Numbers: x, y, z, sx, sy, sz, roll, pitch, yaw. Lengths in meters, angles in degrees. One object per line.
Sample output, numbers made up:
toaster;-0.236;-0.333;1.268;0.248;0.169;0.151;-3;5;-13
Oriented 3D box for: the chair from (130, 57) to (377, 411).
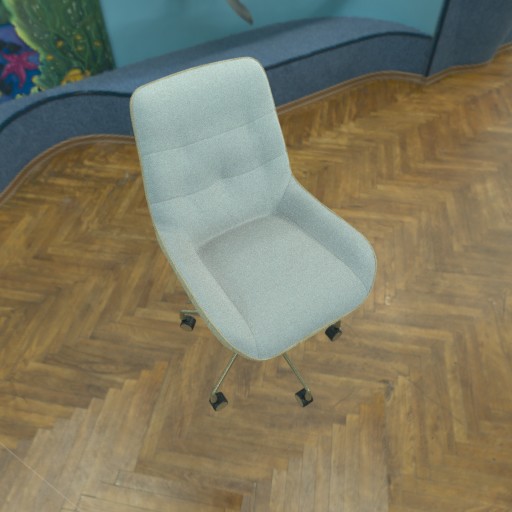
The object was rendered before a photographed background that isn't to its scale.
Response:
chair;0.000;0.000;1.375;0.564;0.952;0.668;-26;53;-21
